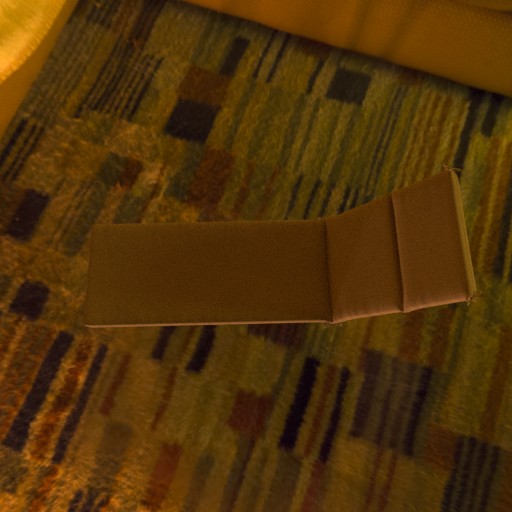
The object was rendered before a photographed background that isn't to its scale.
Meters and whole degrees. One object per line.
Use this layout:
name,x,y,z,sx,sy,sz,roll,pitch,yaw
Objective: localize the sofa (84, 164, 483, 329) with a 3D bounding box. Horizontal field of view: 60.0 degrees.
sofa,0.000,0.000,1.949,1.663,0.622,0.582,-1,74,0
